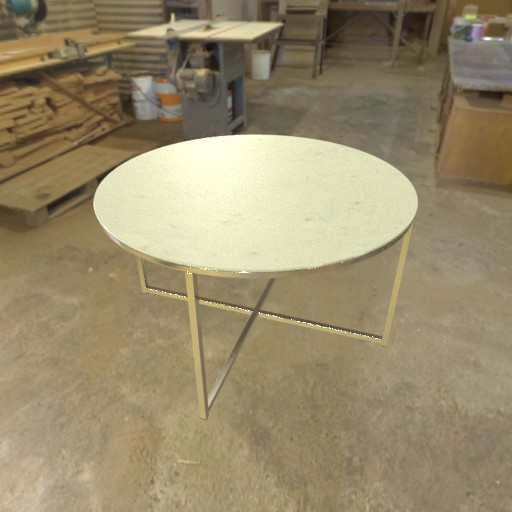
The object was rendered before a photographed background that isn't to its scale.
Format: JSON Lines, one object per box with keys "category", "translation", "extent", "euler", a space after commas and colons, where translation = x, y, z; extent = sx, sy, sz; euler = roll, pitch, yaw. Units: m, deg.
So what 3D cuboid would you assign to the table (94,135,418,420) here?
{"category": "table", "translation": [0.000, 0.000, 1.263], "extent": [0.800, 0.450, 0.800], "euler": [0, 33, 0]}
